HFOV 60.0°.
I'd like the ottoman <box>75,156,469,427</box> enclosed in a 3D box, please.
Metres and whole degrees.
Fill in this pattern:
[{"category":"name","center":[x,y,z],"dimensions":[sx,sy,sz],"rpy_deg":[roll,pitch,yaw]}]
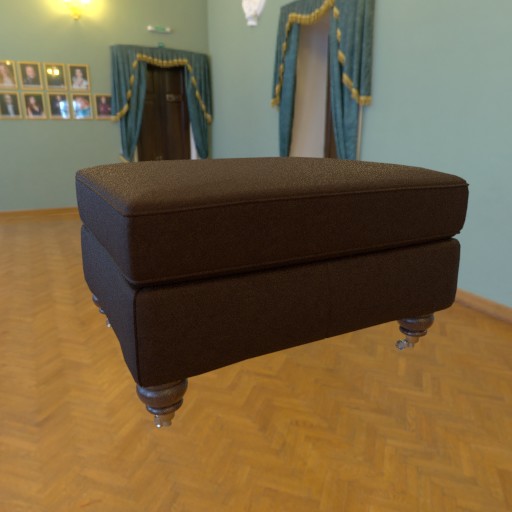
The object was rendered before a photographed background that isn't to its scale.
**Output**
[{"category":"ottoman","center":[0.000,0.000,1.738],"dimensions":[1.187,0.730,0.967],"rpy_deg":[-8,18,-27]}]
